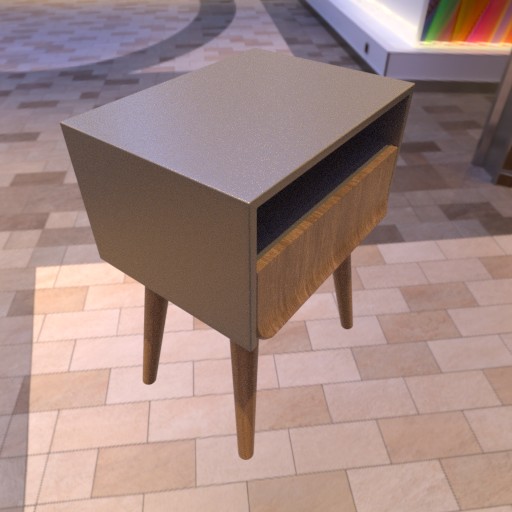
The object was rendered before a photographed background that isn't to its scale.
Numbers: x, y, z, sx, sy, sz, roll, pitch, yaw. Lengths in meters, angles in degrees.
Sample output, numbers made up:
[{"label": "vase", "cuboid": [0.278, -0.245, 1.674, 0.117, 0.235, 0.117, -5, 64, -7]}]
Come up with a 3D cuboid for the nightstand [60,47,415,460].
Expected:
[{"label": "nightstand", "cuboid": [0.000, 0.000, 0.720, 0.288, 0.508, 0.370, 26, 47, 27]}]
